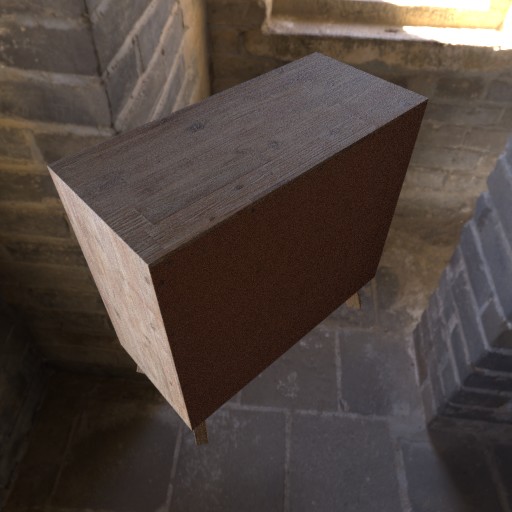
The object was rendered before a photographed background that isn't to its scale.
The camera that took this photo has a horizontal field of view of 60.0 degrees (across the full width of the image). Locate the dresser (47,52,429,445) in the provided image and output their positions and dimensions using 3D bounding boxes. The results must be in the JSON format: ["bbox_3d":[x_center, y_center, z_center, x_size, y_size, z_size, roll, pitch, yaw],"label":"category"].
[{"bbox_3d":[0.000,0.000,1.596,0.998,1.029,0.455,-34,56,-27],"label":"dresser"}]
